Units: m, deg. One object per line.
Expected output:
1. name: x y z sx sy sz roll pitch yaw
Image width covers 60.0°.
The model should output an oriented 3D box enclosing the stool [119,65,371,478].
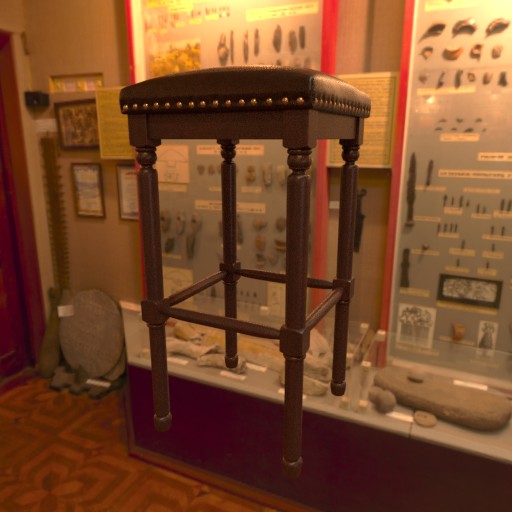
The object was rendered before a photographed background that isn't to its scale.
1. stool: 0.000 0.000 0.977 0.383 0.768 0.382 7 17 26
